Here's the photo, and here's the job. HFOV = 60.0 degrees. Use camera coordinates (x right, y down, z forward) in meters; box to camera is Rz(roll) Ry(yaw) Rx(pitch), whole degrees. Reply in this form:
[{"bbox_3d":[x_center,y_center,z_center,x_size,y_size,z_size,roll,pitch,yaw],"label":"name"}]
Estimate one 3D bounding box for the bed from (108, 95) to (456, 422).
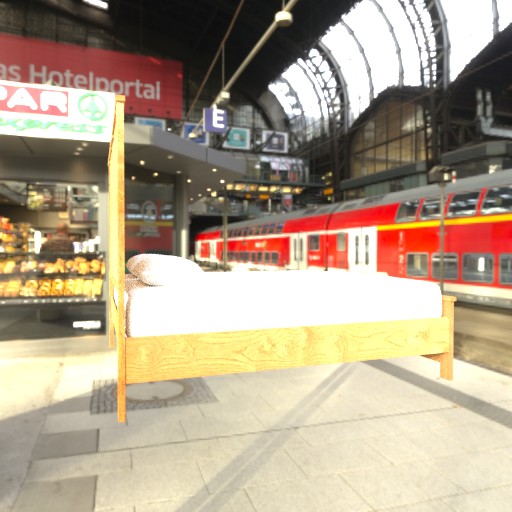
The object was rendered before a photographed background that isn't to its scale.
[{"bbox_3d":[0.000,0.000,3.550,2.201,1.686,1.936,0,1,-20],"label":"bed"}]
